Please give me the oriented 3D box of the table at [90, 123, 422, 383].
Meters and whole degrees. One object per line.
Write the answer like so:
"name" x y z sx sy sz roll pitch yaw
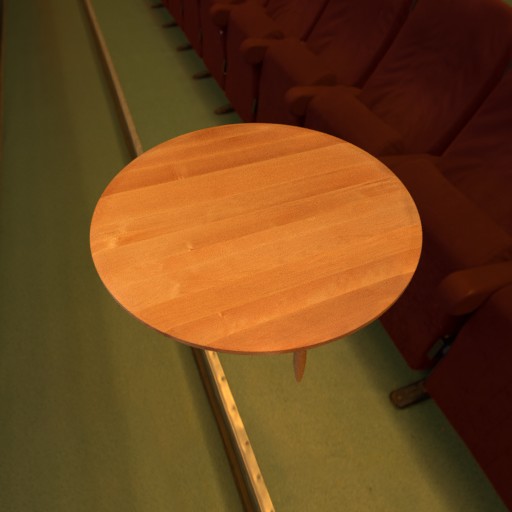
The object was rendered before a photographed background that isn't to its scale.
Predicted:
"table" 0.000 0.000 1.380 0.900 0.400 0.900 0 47 0
